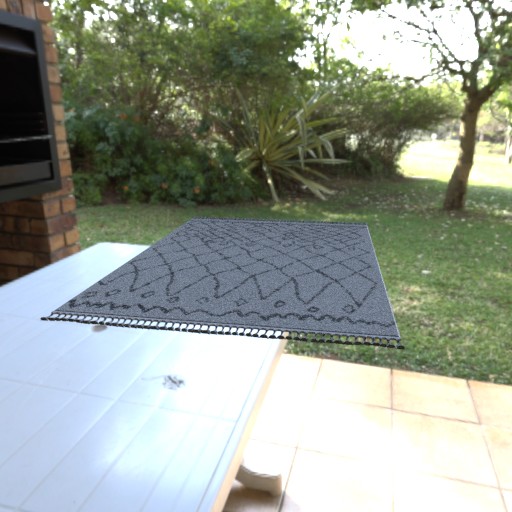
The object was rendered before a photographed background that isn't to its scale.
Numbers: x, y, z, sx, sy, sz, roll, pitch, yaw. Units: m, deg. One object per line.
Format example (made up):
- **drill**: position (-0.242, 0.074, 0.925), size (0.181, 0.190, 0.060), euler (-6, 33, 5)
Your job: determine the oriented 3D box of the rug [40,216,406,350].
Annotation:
- **rug**: position (0.000, 0.000, 2.984), size (1.613, 0.017, 2.312), euler (3, 17, 9)
